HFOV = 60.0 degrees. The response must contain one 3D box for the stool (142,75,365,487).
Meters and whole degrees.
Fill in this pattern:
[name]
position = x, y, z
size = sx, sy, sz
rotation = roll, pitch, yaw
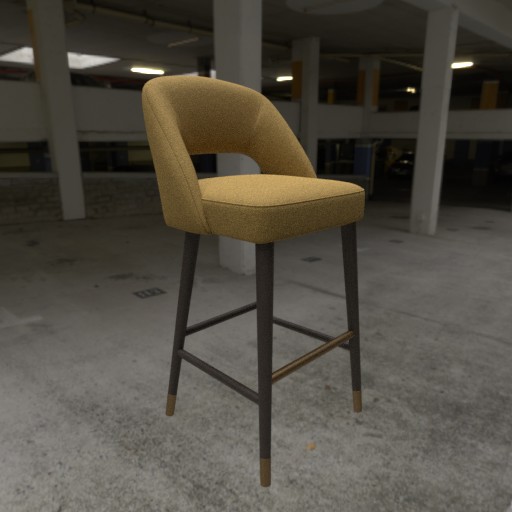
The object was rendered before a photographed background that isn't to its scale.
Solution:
[stool]
position = 0.000, 0.000, 1.316
size = 0.522, 1.032, 0.536
rotation = 15, 21, 42
